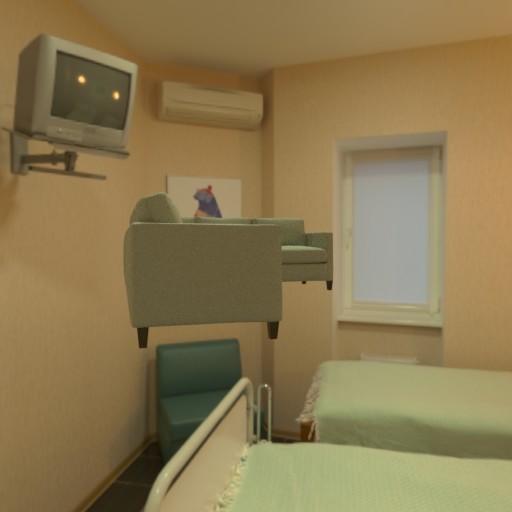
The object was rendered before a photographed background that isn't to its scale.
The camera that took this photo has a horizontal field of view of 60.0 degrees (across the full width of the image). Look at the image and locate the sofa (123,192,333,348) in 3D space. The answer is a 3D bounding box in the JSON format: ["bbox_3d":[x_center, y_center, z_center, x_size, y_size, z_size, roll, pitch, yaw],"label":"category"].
[{"bbox_3d":[0.000,0.000,4.428,2.522,0.934,3.333,-1,2,-17],"label":"sofa"}]
